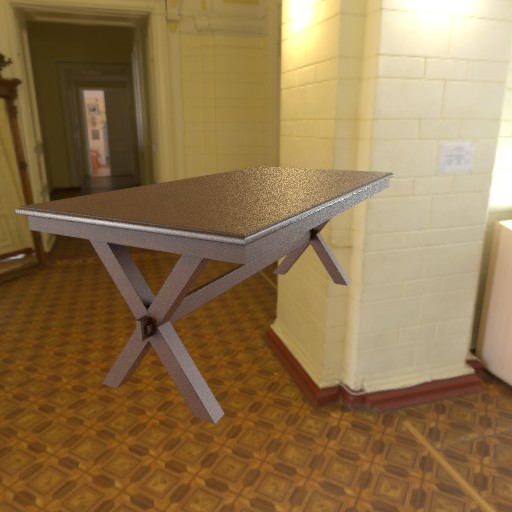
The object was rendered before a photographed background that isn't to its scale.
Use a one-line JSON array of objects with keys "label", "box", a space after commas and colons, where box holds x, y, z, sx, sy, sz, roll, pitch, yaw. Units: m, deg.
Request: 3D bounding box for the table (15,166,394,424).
[{"label": "table", "box": [0.000, 0.000, 1.436, 0.594, 0.459, 1.197, 9, 18, 27]}]
